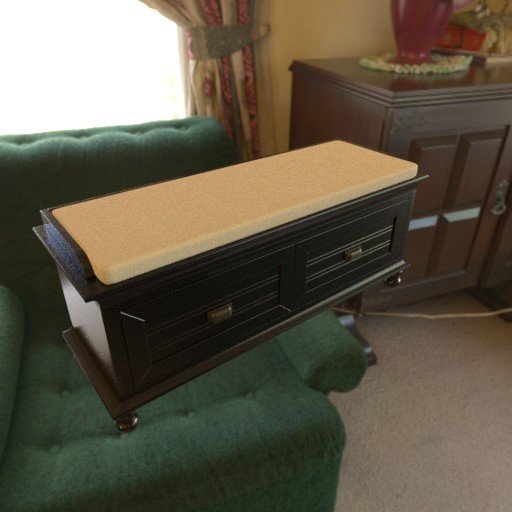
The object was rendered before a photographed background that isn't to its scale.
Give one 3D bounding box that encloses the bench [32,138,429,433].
[{"bbox_3d":[0.000,0.000,1.448,1.185,0.501,0.402,-21,36,-32],"label":"bench"}]
